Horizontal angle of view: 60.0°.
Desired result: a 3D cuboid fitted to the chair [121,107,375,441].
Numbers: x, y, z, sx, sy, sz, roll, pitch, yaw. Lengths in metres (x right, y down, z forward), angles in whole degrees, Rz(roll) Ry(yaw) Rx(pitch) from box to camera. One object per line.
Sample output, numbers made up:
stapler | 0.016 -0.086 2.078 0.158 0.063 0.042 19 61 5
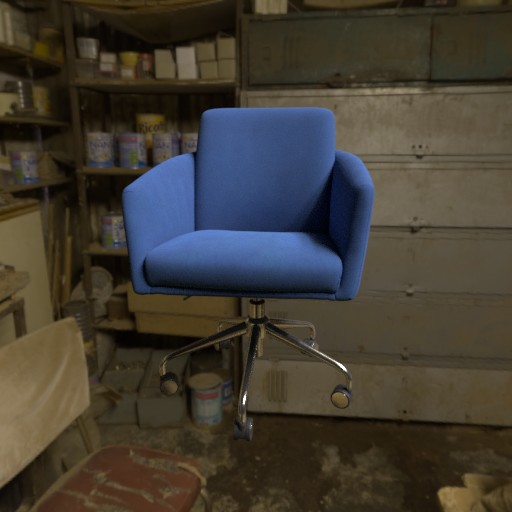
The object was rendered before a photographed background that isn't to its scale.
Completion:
chair | 0.000 0.000 1.364 0.641 0.908 0.635 2 14 7
